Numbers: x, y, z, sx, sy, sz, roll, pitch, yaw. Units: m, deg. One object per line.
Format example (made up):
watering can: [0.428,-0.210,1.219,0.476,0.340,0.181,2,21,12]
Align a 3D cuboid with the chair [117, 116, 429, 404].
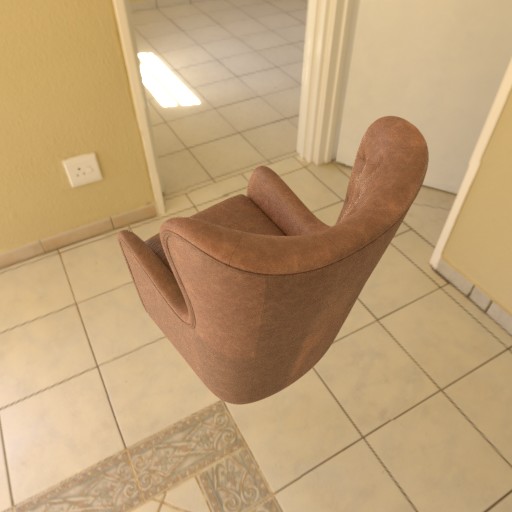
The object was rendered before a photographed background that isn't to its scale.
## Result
chair: [0.000,0.000,1.702,0.831,1.079,0.930,-30,53,-26]
